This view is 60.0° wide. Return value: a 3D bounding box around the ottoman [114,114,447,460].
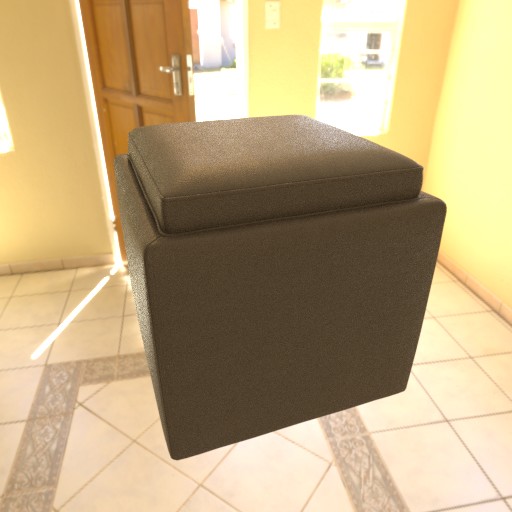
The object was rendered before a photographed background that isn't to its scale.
[{"bbox_3d":[0.000,0.000,0.826,0.450,0.460,0.451,-10,29,-18],"label":"ottoman"}]
